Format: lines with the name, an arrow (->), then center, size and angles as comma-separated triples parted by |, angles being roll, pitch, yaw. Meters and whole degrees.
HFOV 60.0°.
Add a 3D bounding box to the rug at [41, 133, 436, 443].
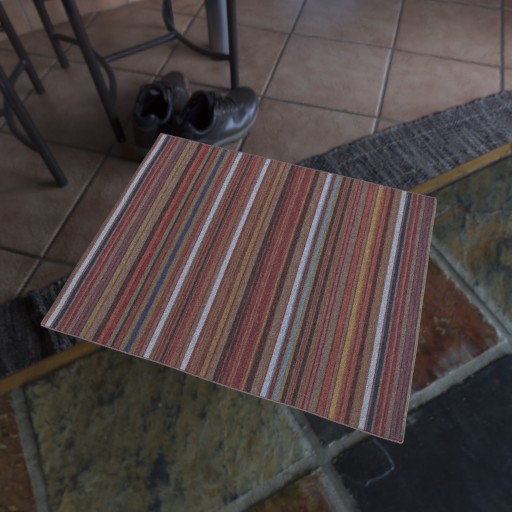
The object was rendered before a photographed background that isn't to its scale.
rug -> 0.000, 0.000, 4.153 | 3.092, 0.023, 2.479 | 16, 59, 10
